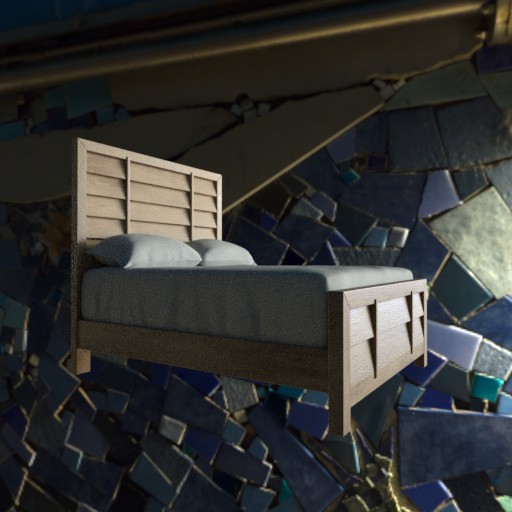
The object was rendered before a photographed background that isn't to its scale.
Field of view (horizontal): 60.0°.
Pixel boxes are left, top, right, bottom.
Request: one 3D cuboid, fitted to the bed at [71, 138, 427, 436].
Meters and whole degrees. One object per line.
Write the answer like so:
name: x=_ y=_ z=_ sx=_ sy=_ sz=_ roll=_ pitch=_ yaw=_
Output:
bed: x=0.000 y=0.000 z=3.200 sx=2.017 sy=1.631 sz=1.615 roll=0 pitch=-1 yaw=33
